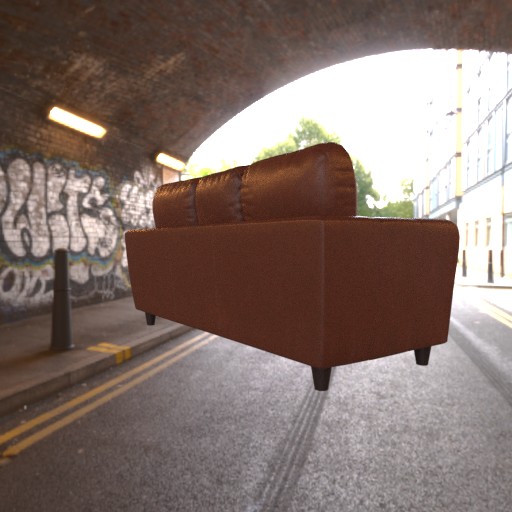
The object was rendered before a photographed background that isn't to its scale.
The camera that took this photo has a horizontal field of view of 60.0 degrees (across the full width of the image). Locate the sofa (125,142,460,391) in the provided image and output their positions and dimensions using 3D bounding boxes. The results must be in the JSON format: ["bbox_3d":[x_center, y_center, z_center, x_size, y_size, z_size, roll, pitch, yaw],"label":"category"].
[{"bbox_3d":[0.000,0.000,2.376,0.802,0.915,1.862,-1,2,-36],"label":"sofa"}]
